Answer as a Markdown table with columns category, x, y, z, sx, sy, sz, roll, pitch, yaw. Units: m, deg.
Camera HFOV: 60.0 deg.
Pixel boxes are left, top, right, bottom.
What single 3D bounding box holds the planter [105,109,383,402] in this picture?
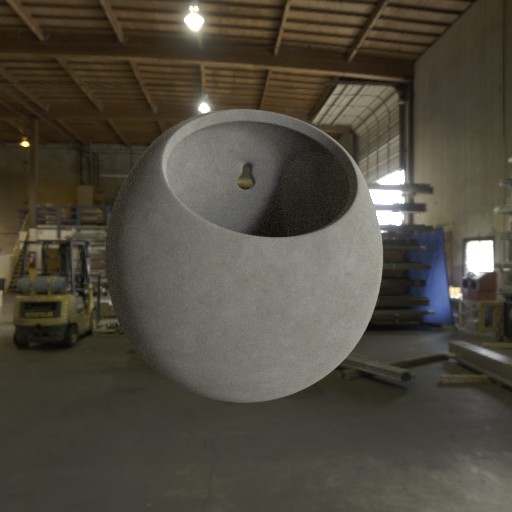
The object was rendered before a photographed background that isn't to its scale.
| category | x | y | z | sx | sy | sz | roll | pitch | yaw |
| --- | --- | --- | --- | --- | --- | --- | --- | --- | --- |
| planter | 0.000 | 0.000 | 0.287 | 0.185 | 0.188 | 0.071 | 0 | 0 | -18 |
